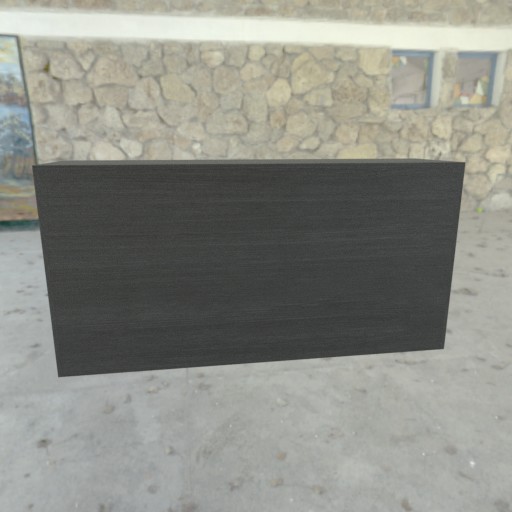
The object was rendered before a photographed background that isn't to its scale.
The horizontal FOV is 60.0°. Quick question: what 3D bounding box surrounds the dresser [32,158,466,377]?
[{"bbox_3d":[0.000,0.000,1.901,1.590,0.795,0.400,-2,15,-8],"label":"dresser"}]
